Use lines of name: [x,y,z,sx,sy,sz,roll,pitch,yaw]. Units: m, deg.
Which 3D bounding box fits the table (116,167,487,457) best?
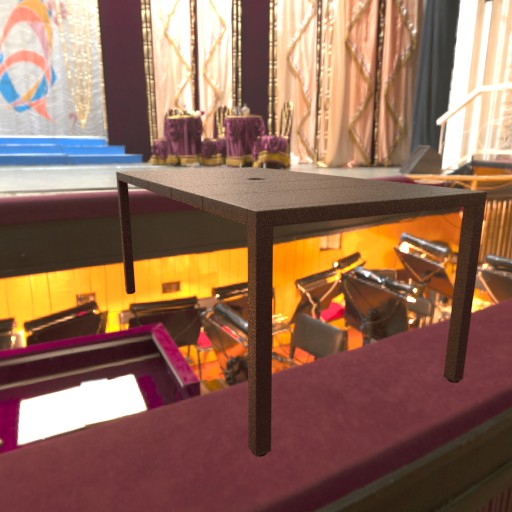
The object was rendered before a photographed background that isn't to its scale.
table: [0.000,0.000,2.129,0.914,0.735,1.680,-8,16,-28]
